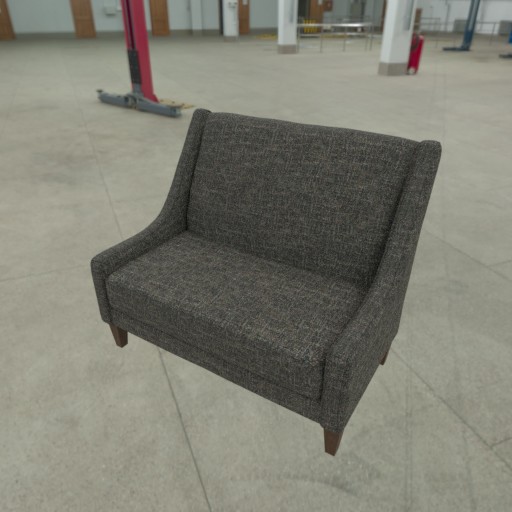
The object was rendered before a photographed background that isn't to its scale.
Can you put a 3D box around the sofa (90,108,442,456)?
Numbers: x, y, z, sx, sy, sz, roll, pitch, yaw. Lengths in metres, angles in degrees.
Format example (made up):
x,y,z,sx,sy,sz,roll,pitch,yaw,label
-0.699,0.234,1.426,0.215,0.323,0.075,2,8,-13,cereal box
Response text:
x,y,z,sx,sy,sz,roll,pitch,yaw,label
0.000,0.000,1.961,1.242,1.021,0.870,17,34,28,sofa
